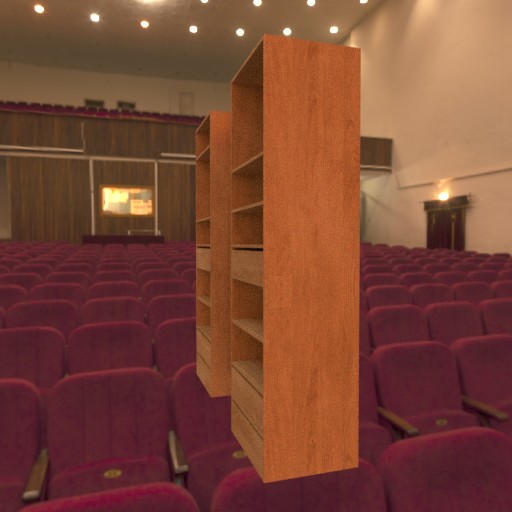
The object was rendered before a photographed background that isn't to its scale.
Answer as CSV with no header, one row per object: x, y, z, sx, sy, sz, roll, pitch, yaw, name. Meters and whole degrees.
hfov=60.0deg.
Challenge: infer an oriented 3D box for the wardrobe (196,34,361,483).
0.000,0.000,2.888,0.480,2.000,1.770,0,2,-17,wardrobe
